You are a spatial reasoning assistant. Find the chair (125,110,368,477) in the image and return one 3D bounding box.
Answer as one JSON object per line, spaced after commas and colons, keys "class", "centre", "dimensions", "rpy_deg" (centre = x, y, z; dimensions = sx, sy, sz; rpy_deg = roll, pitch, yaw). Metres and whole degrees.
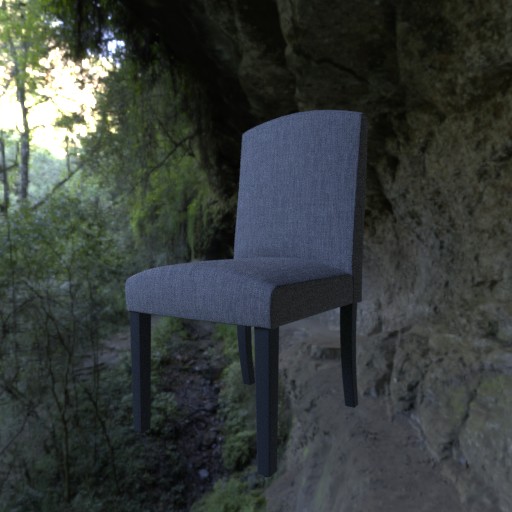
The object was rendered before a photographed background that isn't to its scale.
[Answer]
{"class": "chair", "centre": [0.000, 0.000, 1.240], "dimensions": [0.451, 0.917, 0.580], "rpy_deg": [1, 2, 34]}
